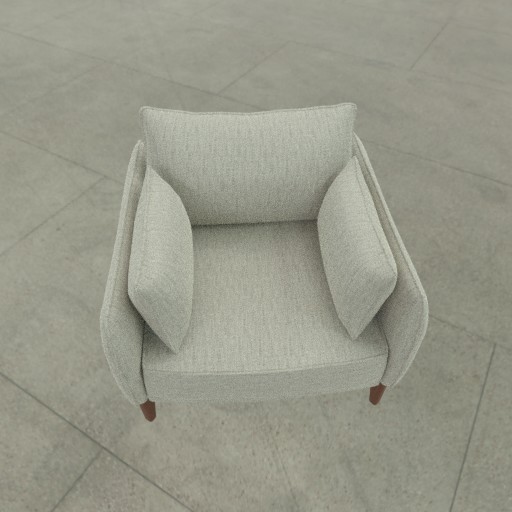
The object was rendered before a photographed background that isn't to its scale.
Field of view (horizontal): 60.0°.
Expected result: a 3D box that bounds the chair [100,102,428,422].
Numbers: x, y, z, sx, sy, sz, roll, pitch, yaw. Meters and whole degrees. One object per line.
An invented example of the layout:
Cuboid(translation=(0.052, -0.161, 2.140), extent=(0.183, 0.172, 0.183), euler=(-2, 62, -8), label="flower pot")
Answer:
Cuboid(translation=(0.000, 0.000, 1.683), extent=(0.994, 0.855, 0.991), euler=(-3, 47, -3), label="chair")
